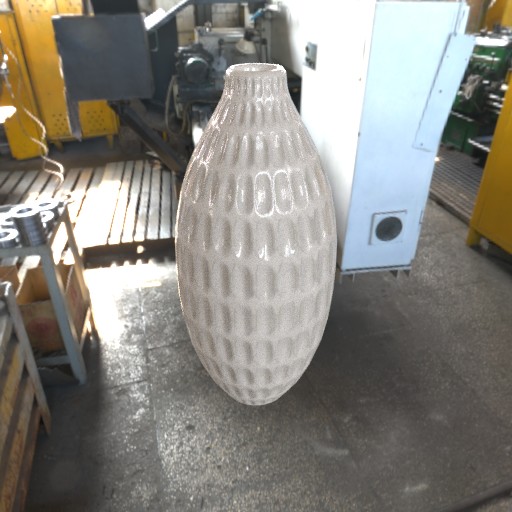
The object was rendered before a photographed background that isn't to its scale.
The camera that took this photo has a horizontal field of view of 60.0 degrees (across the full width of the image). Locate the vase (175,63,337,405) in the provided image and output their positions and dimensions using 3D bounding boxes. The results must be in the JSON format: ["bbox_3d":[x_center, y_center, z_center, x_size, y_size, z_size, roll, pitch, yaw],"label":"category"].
[{"bbox_3d":[0.000,0.000,0.356,0.127,0.282,0.127,0,31,0],"label":"vase"}]
